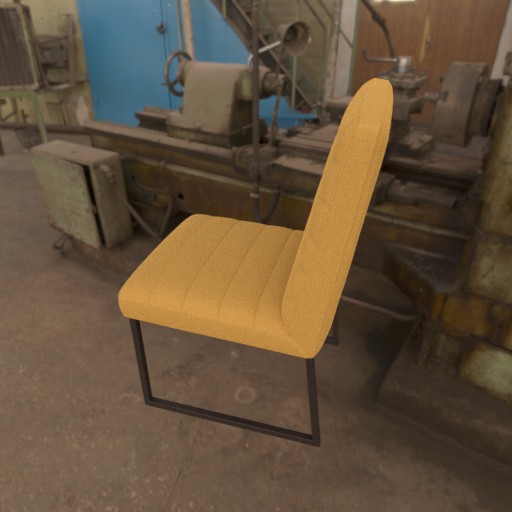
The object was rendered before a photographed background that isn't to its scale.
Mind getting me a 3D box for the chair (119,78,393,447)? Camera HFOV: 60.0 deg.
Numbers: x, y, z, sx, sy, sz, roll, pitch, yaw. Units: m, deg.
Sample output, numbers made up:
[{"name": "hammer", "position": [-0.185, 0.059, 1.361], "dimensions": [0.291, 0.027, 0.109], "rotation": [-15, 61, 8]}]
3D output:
[{"name": "chair", "position": [0.000, 0.000, 1.285], "dimensions": [0.634, 0.930, 0.520], "rotation": [8, 32, 14]}]
